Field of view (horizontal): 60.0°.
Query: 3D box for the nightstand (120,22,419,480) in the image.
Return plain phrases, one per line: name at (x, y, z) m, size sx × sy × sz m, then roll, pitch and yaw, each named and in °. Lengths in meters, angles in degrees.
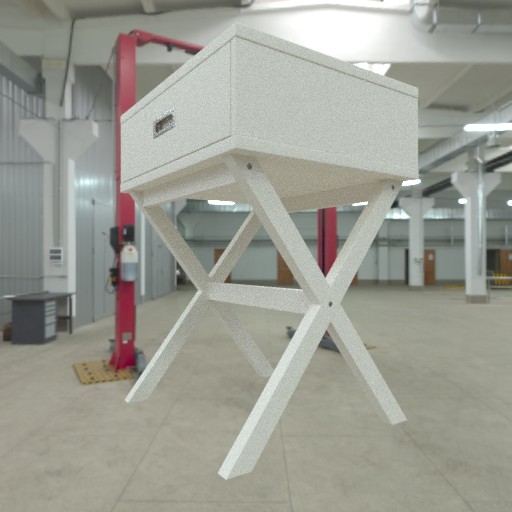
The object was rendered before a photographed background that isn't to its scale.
nightstand at (0.000, 0.000, 0.901) m, size 0.402 × 0.623 × 0.479 m, roll 0°, pitch -1°, yaw -35°
